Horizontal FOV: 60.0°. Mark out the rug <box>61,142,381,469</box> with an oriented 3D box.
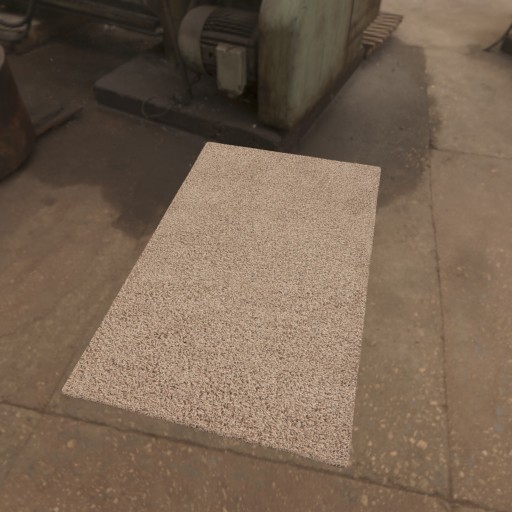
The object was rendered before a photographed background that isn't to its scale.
[{"bbox_3d":[0.000,0.000,3.022,1.524,0.030,2.438,11,49,10],"label":"rug"}]
